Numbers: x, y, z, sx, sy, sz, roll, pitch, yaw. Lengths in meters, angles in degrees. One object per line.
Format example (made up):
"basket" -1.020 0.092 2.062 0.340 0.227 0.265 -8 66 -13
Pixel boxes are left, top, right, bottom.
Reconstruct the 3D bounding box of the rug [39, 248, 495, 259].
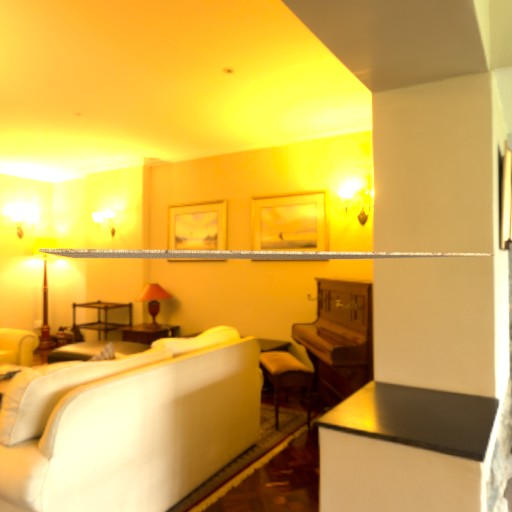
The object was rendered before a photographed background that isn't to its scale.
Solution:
"rug" 0.000 0.000 2.833 2.292 0.014 1.528 0 -1 -17
